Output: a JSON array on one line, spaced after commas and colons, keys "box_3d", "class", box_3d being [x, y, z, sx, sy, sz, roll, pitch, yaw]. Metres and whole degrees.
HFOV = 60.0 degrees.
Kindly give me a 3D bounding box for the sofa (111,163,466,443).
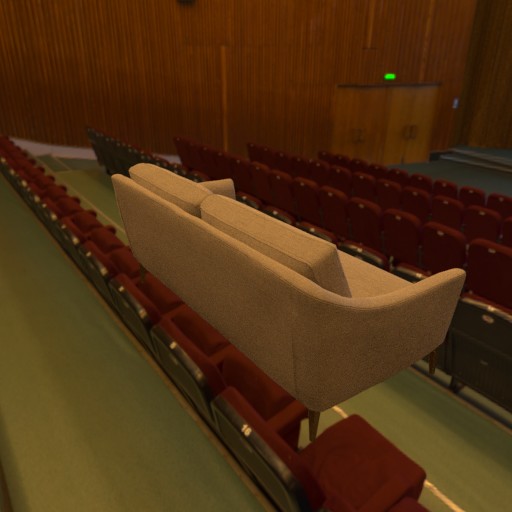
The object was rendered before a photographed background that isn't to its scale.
[{"box_3d": [0.000, 0.000, 2.607, 0.980, 0.913, 2.036, -18, 31, -33], "class": "sofa"}]
